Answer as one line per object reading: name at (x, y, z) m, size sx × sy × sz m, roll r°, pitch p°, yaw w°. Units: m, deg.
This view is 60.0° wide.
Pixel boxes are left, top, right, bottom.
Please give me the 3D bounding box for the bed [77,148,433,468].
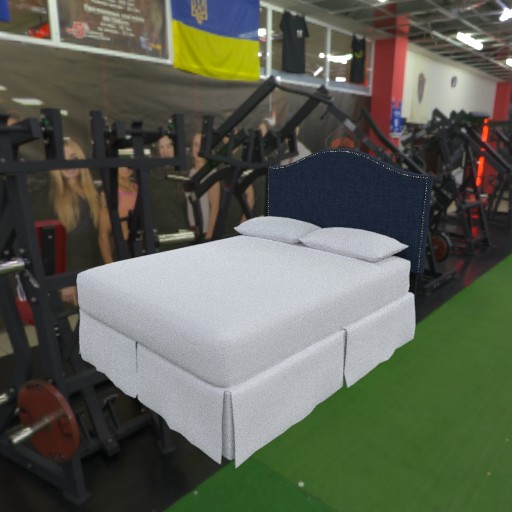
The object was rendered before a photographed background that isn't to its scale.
bed at (0.000, 0.000, 3.292) m, size 1.725 × 1.518 × 2.153 m, roll 14°, pitch 20°, yaw 42°
